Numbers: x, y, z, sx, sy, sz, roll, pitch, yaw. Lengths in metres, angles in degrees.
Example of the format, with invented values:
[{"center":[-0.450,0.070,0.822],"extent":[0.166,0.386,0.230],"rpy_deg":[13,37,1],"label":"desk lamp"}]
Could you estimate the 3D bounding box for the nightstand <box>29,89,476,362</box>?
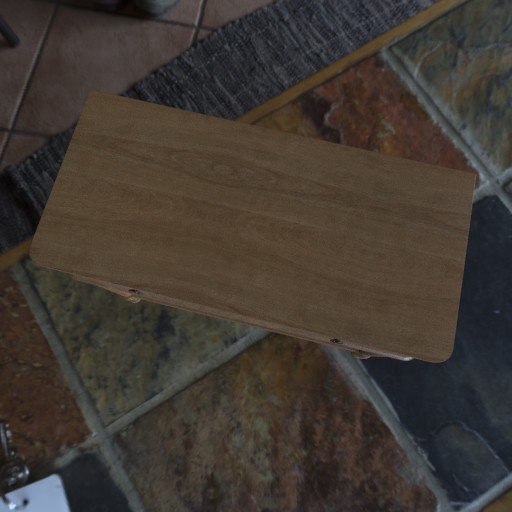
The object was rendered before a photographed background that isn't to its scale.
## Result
[{"center":[0.000,0.000,1.311],"extent":[0.914,0.700,0.432],"rpy_deg":[13,76,3],"label":"nightstand"}]
